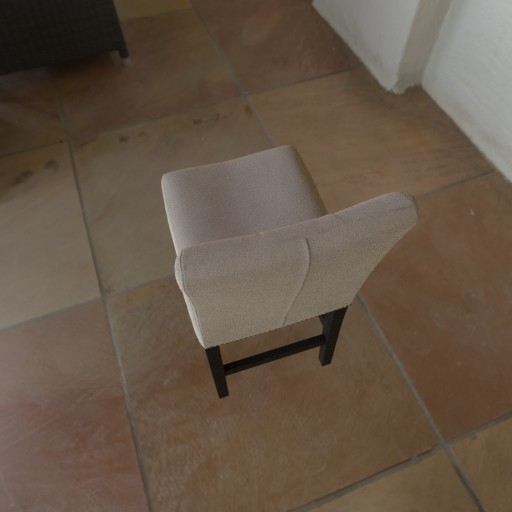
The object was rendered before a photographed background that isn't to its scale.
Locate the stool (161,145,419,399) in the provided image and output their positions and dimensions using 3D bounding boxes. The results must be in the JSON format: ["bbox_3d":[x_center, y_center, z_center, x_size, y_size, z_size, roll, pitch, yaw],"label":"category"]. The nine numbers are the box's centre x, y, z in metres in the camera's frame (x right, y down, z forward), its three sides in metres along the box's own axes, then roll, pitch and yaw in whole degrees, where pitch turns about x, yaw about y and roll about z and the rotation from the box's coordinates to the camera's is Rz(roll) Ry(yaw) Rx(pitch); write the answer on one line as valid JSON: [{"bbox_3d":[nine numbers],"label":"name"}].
[{"bbox_3d":[0.000,0.000,1.207,0.427,0.885,0.571,-15,59,-10],"label":"stool"}]
